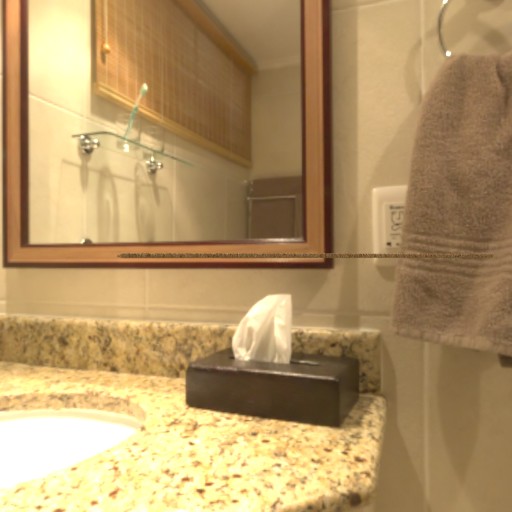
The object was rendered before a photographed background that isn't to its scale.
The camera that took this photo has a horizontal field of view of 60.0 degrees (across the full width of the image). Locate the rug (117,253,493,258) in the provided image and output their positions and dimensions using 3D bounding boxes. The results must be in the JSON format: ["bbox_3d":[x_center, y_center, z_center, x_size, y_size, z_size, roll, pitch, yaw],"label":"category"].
[{"bbox_3d":[0.000,0.000,4.047,2.400,0.026,3.000,0,0,-18],"label":"rug"}]
